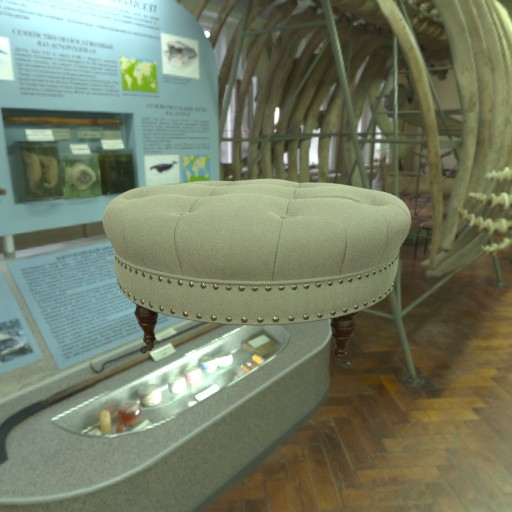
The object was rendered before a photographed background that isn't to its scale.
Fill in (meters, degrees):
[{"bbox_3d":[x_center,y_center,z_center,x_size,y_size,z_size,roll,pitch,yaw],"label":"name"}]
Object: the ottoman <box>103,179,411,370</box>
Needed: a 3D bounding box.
[{"bbox_3d":[0.000,0.000,1.399,0.901,0.439,0.901,0,16,0],"label":"ottoman"}]
